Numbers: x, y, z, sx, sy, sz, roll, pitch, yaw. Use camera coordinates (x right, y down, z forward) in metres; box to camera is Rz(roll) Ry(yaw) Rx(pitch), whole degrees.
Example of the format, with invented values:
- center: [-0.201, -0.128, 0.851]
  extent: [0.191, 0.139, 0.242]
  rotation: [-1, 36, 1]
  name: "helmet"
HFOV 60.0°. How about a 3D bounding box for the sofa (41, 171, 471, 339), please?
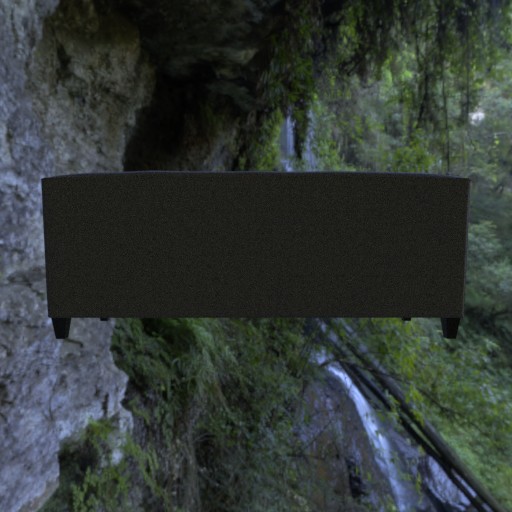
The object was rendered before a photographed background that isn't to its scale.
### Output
- center: [0.000, 0.000, 2.738]
  extent: [2.235, 0.901, 0.914]
  rotation: [0, 0, 0]
  name: "sofa"
